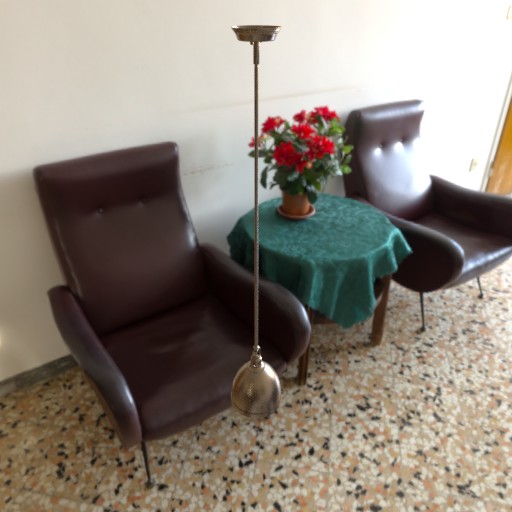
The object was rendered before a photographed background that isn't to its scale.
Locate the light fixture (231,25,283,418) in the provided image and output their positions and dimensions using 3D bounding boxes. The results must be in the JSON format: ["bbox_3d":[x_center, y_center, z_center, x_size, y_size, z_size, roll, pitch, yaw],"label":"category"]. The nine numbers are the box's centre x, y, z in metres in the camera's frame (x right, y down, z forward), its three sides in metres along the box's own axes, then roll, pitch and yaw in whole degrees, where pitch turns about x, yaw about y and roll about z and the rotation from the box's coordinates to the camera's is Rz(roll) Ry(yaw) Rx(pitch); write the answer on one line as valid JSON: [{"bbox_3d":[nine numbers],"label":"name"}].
[{"bbox_3d":[0.000,0.000,1.487,0.211,1.367,0.217,11,32,17],"label":"light fixture"}]
